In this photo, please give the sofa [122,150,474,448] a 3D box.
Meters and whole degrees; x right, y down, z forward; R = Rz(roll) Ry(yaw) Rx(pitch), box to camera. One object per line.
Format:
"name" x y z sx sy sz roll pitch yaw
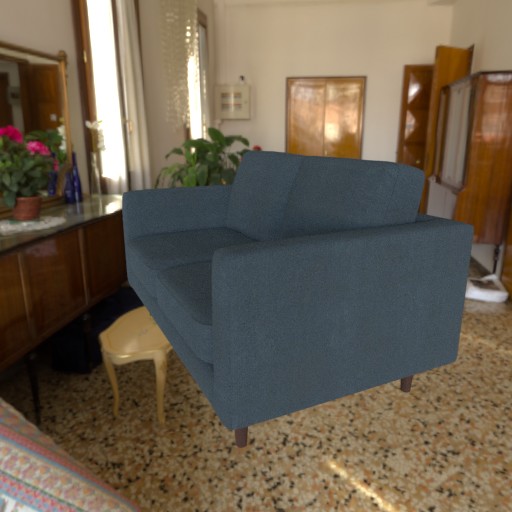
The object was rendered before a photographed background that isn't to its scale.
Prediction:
"sofa" 0.000 0.000 2.087 0.999 0.930 1.518 -8 17 -25
